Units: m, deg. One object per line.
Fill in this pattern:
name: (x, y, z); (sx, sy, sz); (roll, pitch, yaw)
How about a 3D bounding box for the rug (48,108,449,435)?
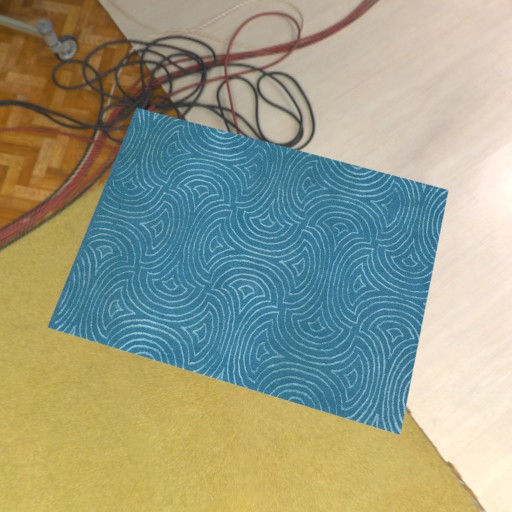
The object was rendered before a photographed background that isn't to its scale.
rug: (0.000, 0.000, 2.756); (2.144, 0.015, 1.543); (16, 76, 4)
